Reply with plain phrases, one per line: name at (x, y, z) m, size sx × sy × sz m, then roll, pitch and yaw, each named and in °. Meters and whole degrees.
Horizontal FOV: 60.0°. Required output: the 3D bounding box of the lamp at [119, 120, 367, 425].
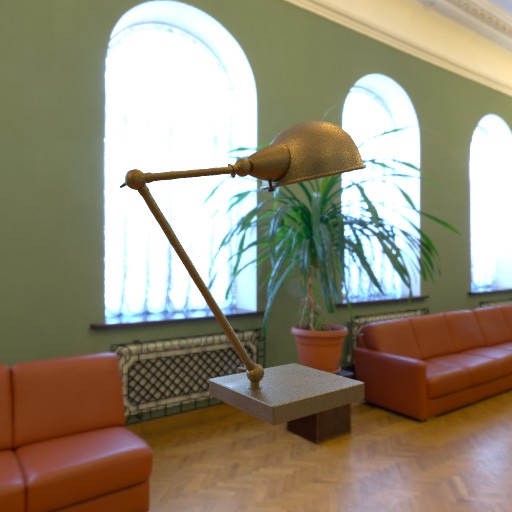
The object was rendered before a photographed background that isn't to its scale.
lamp at (0.000, 0.000, 0.557) m, size 0.339 × 0.371 × 0.149 m, roll 0°, pitch 0°, yaw -37°
